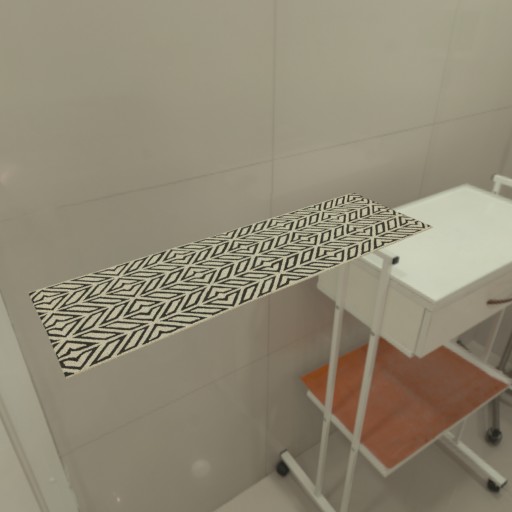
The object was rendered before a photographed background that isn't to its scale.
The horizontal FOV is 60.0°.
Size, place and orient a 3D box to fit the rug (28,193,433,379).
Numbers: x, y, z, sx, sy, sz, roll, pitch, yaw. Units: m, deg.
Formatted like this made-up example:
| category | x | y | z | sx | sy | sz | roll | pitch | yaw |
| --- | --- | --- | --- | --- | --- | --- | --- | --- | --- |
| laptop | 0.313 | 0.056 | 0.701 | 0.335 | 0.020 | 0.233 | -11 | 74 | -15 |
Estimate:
| category | x | y | z | sx | sy | sz | roll | pitch | yaw |
| --- | --- | --- | --- | --- | --- | --- | --- | --- | --- |
| rug | 0.000 | 0.000 | 2.695 | 2.435 | 0.009 | 0.750 | -19 | 36 | -30 |
